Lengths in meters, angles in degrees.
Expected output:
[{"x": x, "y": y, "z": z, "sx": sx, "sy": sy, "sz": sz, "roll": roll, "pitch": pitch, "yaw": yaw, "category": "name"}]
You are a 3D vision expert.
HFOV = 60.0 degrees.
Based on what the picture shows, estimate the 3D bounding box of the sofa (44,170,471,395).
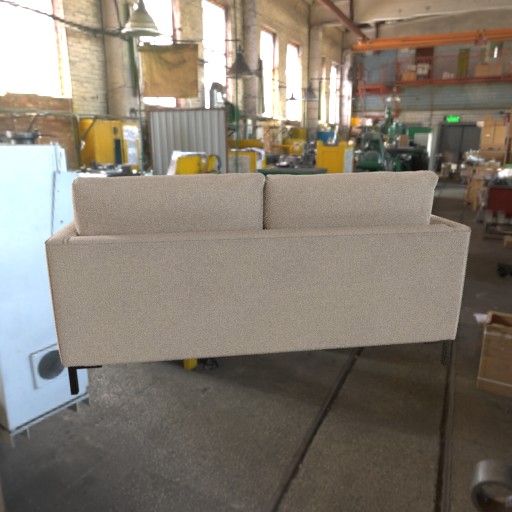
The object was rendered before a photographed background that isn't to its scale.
[{"x": 0.000, "y": 0.000, "z": 2.148, "sx": 1.682, "sy": 0.840, "sz": 0.875, "roll": -2, "pitch": 15, "yaw": -8, "category": "sofa"}]
